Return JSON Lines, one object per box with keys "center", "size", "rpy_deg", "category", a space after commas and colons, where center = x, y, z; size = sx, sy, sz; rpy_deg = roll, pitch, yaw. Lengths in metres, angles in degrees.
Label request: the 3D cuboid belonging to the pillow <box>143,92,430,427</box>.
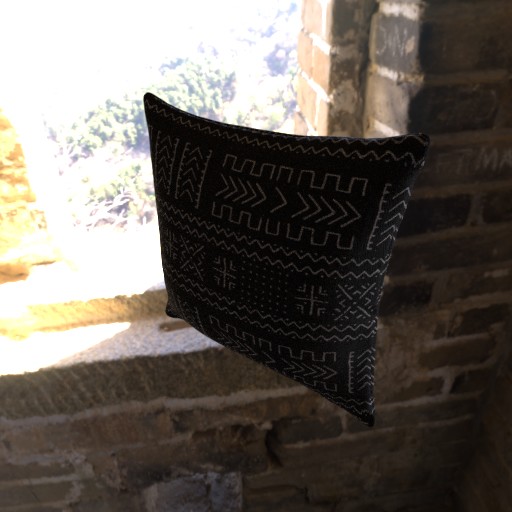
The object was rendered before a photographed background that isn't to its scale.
{"center": [0.000, 0.000, 0.661], "size": [0.438, 0.430, 0.164], "rpy_deg": [21, 36, 32], "category": "pillow"}
